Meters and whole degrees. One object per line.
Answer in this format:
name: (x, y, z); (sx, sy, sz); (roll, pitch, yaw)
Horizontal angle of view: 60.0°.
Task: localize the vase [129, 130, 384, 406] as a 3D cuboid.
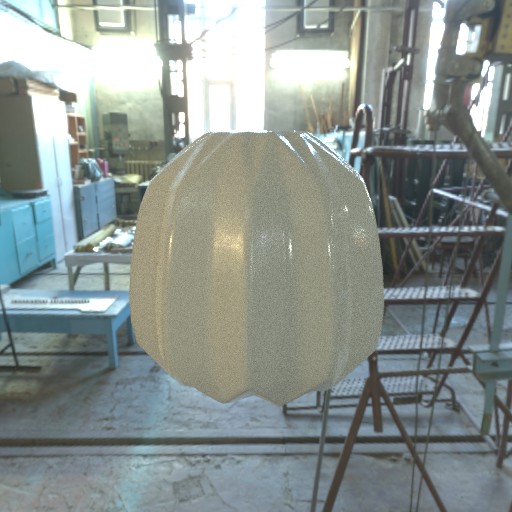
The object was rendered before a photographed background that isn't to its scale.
vase: (0.000, 0.000, 0.247); (0.139, 0.134, 0.139); (0, 15, 0)
